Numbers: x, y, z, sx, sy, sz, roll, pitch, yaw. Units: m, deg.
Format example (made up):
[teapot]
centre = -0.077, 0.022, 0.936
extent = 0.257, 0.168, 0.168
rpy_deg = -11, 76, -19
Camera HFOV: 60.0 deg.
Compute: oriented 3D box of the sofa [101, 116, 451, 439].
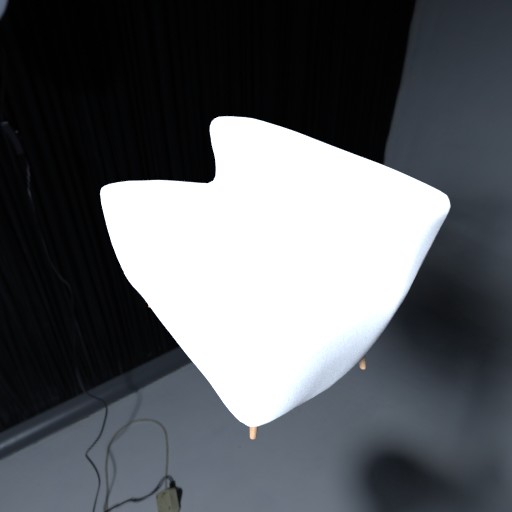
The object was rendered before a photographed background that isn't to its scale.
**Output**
[sofa]
centre = 0.000, 0.000, 1.961
extent = 0.921, 0.878, 1.424
rpy_deg = -20, 37, -29
